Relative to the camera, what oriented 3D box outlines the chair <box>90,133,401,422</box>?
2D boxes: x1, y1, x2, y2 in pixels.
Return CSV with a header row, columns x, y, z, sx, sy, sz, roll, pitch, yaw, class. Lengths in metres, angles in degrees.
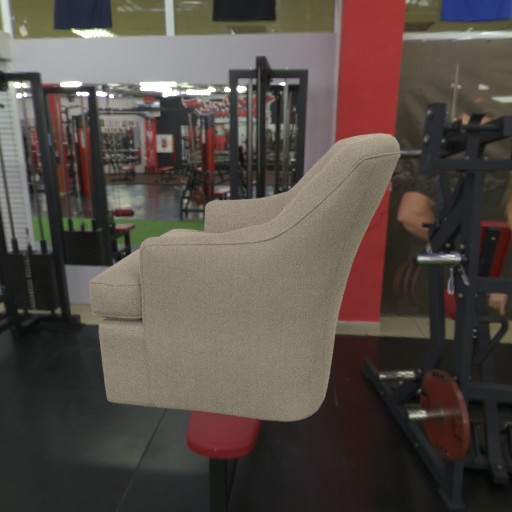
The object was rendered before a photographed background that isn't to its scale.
x,y,z,sx,sy,sz,roll,pitch,yaw,class
0.000,0.000,1.605,0.923,0.856,0.864,2,15,8,chair
